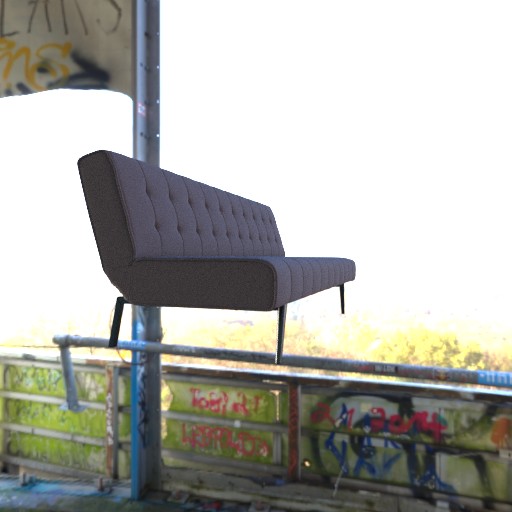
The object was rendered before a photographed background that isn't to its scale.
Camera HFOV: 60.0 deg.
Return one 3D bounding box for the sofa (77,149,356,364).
[{"bbox_3d":[0.000,0.000,2.158,0.747,0.699,1.703,0,0,20],"label":"sofa"}]
